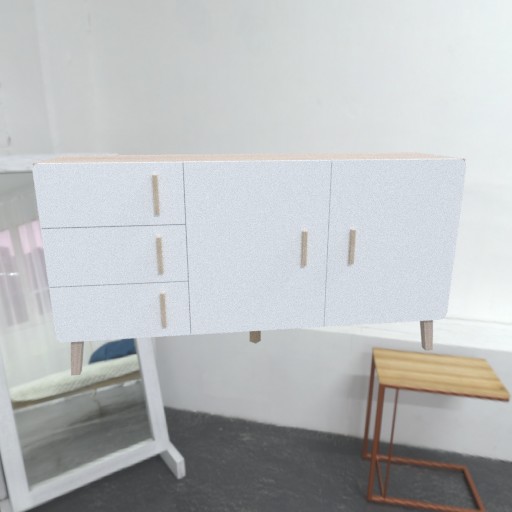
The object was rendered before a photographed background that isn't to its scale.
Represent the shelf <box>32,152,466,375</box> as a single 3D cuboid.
[{"bbox_3d":[0.000,0.000,1.789,1.490,0.780,0.400,-2,17,-7],"label":"shelf"}]
